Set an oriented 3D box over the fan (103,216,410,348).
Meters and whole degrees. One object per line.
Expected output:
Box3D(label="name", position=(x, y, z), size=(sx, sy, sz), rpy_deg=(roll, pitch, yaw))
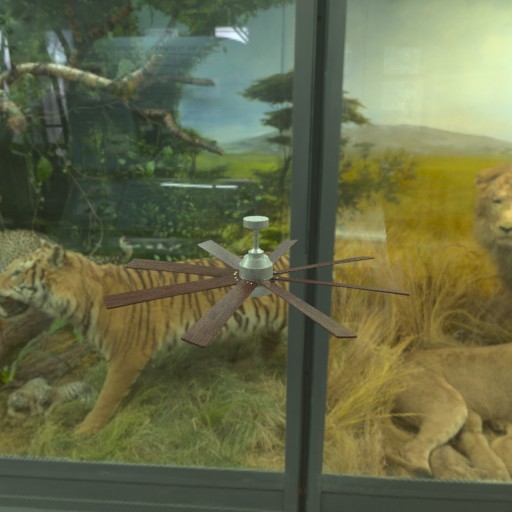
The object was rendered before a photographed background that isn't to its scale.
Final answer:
Box3D(label="fan", position=(0.000, 0.000, 2.745), size=(1.830, 0.472, 1.830), rpy_deg=(-8, 19, -26))
